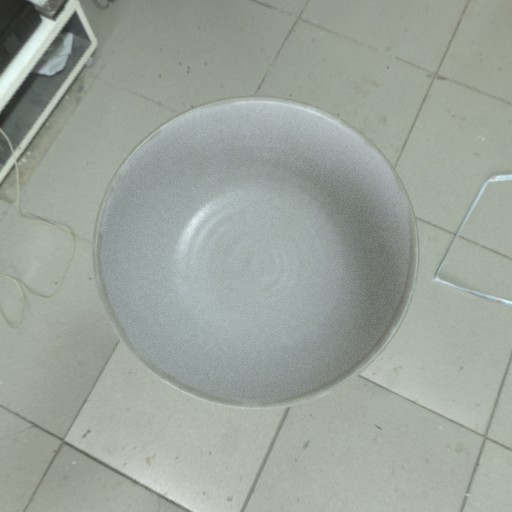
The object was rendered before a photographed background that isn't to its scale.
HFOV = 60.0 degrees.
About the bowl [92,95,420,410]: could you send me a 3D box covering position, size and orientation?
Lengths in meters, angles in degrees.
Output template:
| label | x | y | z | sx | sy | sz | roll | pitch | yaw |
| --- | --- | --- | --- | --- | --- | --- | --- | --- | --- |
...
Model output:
| label | x | y | z | sx | sy | sz | roll | pitch | yaw |
| --- | --- | --- | --- | --- | --- | --- | --- | --- | --- |
| bowl | 0.000 | 0.000 | 0.420 | 0.268 | 0.121 | 0.268 | 0 | 75 | 0 |
